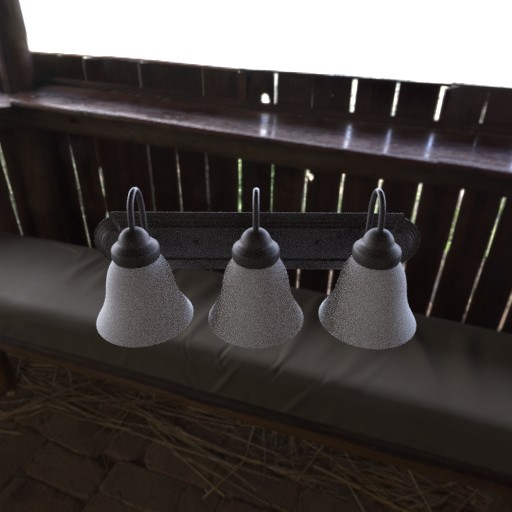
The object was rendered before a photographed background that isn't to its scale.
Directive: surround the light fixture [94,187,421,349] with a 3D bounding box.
[{"bbox_3d":[0.000,0.000,0.731,0.610,0.222,0.199,0,30,1],"label":"light fixture"}]
